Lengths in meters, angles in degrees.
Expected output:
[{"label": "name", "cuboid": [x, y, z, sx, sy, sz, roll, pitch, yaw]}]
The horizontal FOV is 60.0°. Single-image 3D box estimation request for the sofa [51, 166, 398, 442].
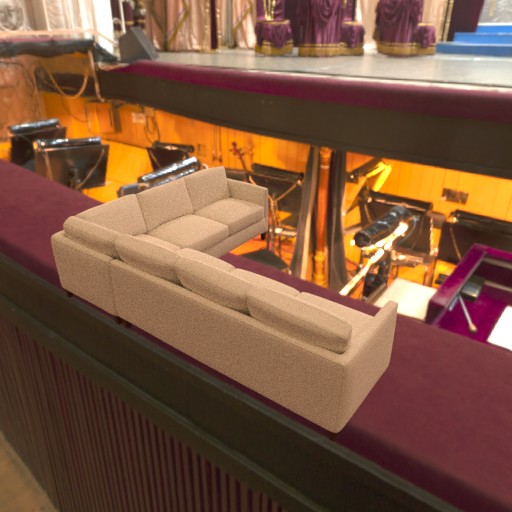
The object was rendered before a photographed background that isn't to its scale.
[{"label": "sofa", "cuboid": [0.000, 0.000, 4.600, 3.302, 0.947, 2.593, 19, 32, 32]}]
